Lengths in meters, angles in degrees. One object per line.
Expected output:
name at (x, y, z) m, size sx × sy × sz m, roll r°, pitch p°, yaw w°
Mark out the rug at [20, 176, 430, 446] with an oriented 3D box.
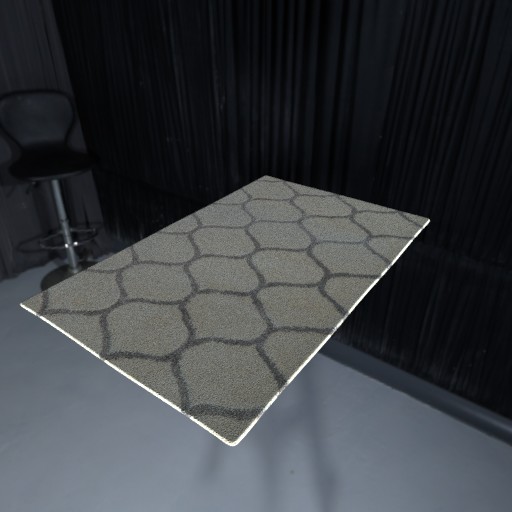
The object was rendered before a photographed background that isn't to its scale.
rug at (0.000, 0.000, 2.860) m, size 1.501 × 0.024 × 2.348 m, roll 21°, pitch 37°, yaw 30°
